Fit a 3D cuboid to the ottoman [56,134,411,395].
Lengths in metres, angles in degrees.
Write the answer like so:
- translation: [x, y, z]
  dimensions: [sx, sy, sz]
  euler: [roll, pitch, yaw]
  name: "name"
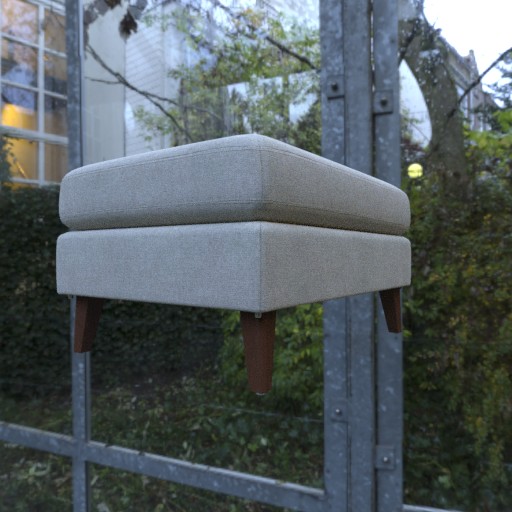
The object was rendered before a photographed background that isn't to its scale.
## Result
- translation: [0.000, 0.000, 1.215]
  dimensions: [0.610, 0.478, 0.823]
  euler: [0, 0, 36]
  name: "ottoman"
